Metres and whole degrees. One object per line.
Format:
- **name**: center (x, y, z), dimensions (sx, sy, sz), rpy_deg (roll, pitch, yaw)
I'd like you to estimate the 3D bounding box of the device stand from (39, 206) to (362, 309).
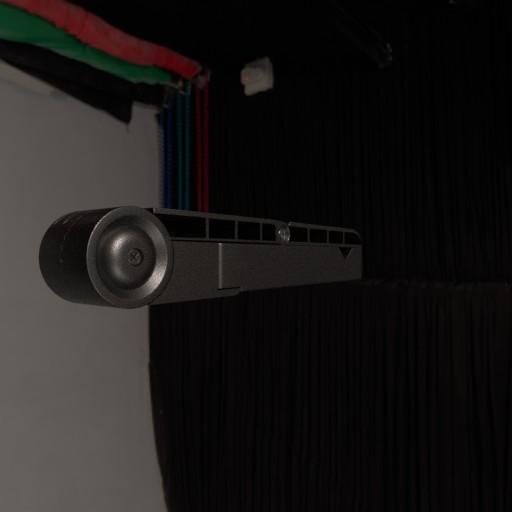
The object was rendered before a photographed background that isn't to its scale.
- **device stand**: center (0.000, 0.000, 0.193), dimensions (0.026, 0.030, 0.179), rpy_deg (0, 0, 37)
